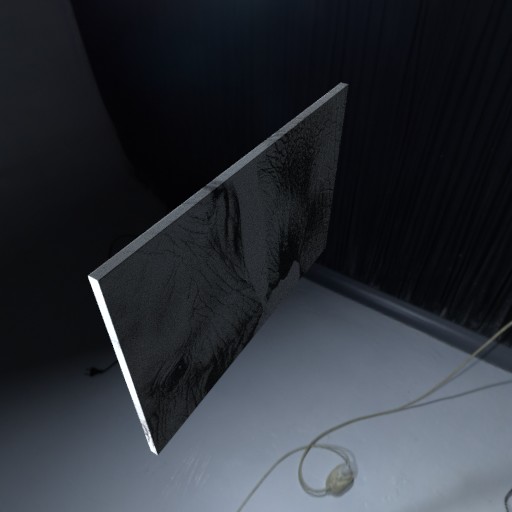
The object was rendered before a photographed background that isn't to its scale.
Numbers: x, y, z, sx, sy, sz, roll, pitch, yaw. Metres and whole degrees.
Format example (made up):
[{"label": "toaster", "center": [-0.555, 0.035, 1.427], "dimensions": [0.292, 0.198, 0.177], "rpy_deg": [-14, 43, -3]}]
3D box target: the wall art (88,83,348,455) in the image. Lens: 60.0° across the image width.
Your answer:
[{"label": "wall art", "center": [0.000, 0.000, 1.163], "dimensions": [0.023, 0.607, 0.914], "rpy_deg": [24, 47, 24]}]
